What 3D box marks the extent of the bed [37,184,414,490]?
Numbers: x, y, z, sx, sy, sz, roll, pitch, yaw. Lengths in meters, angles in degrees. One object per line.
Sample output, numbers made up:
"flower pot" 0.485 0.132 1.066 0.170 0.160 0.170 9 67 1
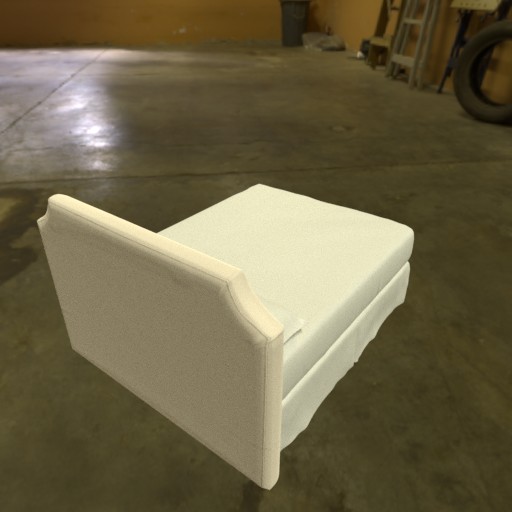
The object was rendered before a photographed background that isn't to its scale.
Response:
"bed" 0.000 0.000 3.226 1.828 1.297 2.164 22 37 31
